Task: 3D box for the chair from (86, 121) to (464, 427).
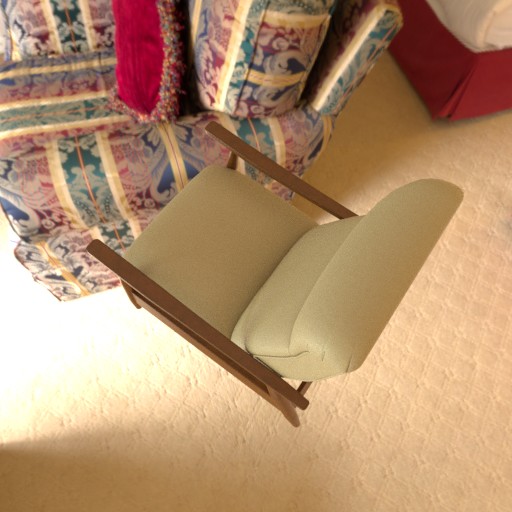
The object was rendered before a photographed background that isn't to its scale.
[{"bbox_3d":[0.000,0.000,1.713,1.014,1.082,0.762,33,69,15],"label":"chair"}]
